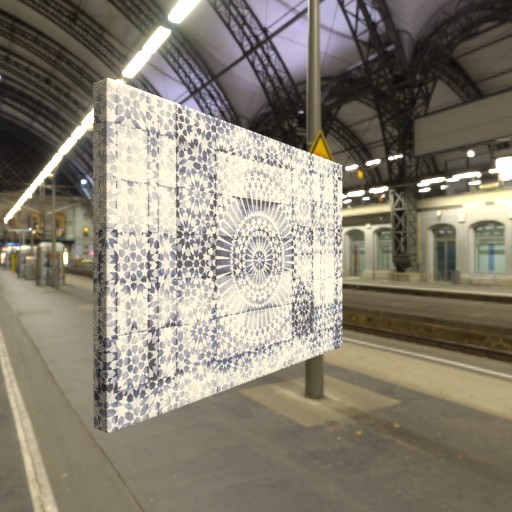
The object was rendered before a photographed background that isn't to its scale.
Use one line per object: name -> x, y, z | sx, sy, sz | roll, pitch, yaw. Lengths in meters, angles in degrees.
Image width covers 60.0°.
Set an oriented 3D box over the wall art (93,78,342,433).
wall art -> 0.000, 0.000, 0.756 | 0.030, 0.406, 0.608 | 0, 0, 37
